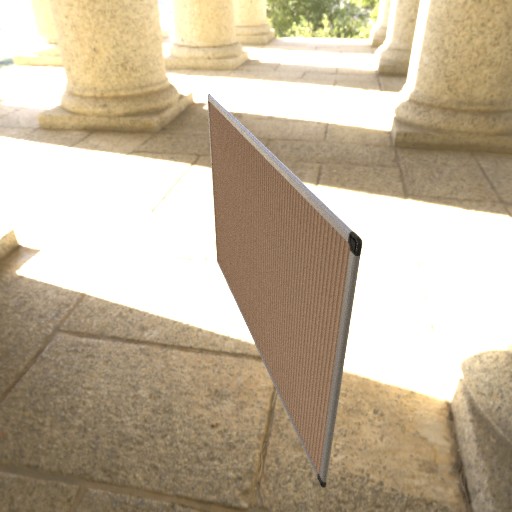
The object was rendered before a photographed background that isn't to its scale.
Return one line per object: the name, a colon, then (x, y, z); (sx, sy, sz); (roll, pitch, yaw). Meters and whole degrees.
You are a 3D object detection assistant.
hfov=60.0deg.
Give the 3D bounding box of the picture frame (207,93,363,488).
picture frame: (0.000, 0.000, 1.116); (0.010, 0.600, 0.900); (-10, 34, -15)
